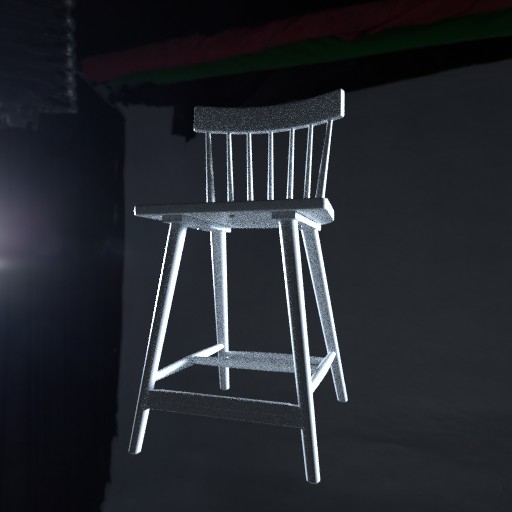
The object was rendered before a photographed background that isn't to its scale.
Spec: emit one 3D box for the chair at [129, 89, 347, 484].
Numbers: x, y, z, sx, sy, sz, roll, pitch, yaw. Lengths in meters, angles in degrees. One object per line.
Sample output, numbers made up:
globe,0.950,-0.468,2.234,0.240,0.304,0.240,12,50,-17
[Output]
chair,0.000,0.000,1.260,0.483,0.952,0.572,0,0,18
